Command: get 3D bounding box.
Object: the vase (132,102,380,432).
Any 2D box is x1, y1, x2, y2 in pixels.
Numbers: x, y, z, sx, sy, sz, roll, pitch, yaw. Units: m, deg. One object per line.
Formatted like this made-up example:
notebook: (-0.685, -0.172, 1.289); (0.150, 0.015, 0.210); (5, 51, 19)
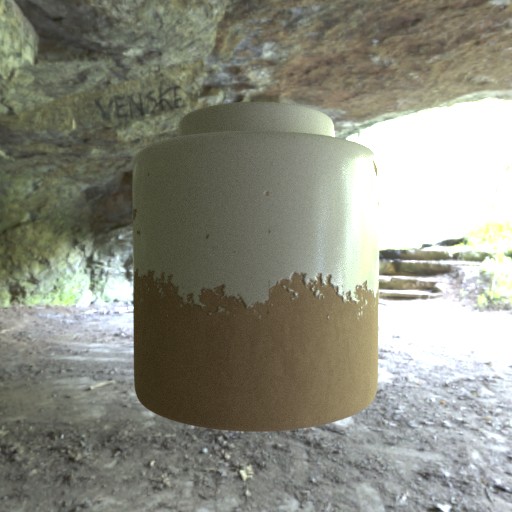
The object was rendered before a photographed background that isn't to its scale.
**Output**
vase: (0.000, 0.000, 0.285); (0.153, 0.167, 0.153); (0, 1, 0)
